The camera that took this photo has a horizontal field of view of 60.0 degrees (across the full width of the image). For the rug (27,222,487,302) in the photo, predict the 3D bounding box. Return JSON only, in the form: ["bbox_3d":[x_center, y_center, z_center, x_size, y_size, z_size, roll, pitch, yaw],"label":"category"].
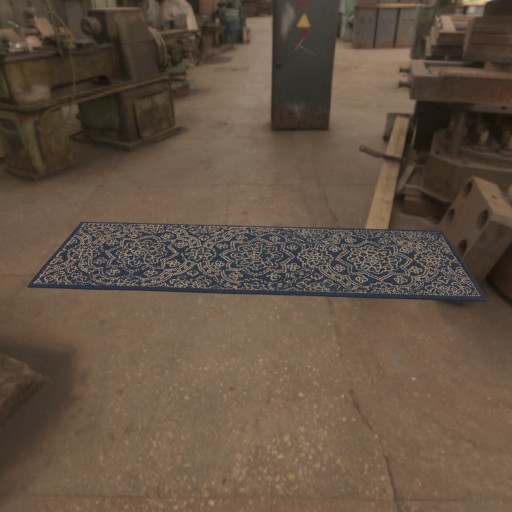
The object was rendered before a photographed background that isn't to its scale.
[{"bbox_3d":[0.000,0.000,2.666,2.448,0.012,0.769,2,32,3],"label":"rug"}]
